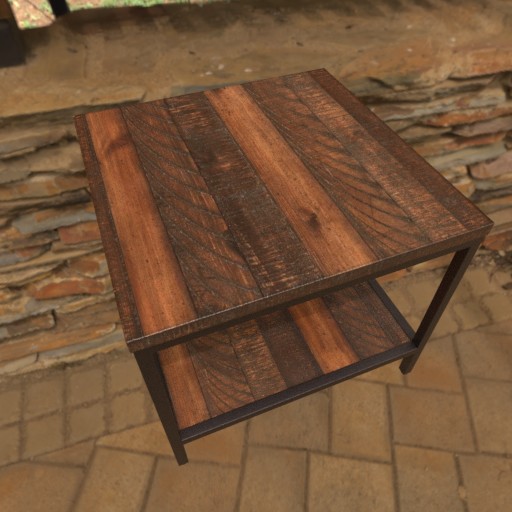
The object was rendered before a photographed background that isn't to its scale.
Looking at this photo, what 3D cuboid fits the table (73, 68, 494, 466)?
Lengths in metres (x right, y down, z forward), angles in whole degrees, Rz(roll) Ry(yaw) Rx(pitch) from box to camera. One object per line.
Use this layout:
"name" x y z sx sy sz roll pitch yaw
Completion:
"table" 0.000 0.000 0.944 0.553 0.482 0.548 -17 50 -14
